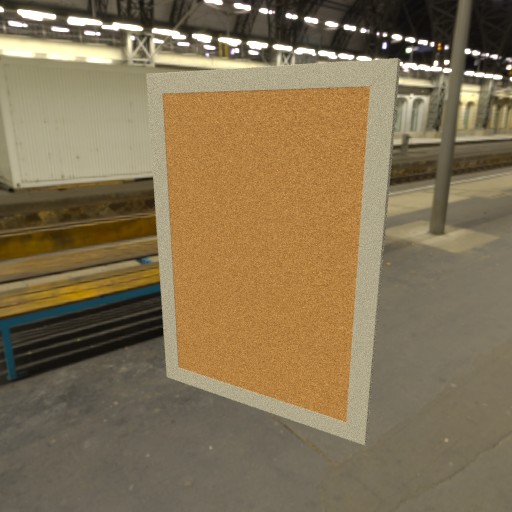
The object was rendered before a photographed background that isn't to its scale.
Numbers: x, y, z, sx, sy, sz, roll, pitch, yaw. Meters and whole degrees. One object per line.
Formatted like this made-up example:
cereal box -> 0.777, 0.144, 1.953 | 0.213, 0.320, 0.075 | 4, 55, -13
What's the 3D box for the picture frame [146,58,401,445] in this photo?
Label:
picture frame -> 0.000, 0.000, 0.584 | 0.326, 0.459, 0.011 | 9, 19, 28
